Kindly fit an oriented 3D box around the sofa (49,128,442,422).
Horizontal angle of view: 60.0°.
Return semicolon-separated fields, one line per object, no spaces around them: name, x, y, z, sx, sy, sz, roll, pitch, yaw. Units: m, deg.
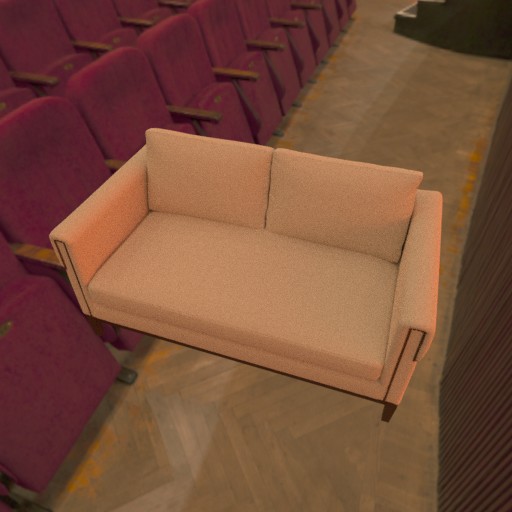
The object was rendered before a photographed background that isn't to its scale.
sofa;0.000;0.000;2.148;1.598;0.873;0.905;13;44;14
